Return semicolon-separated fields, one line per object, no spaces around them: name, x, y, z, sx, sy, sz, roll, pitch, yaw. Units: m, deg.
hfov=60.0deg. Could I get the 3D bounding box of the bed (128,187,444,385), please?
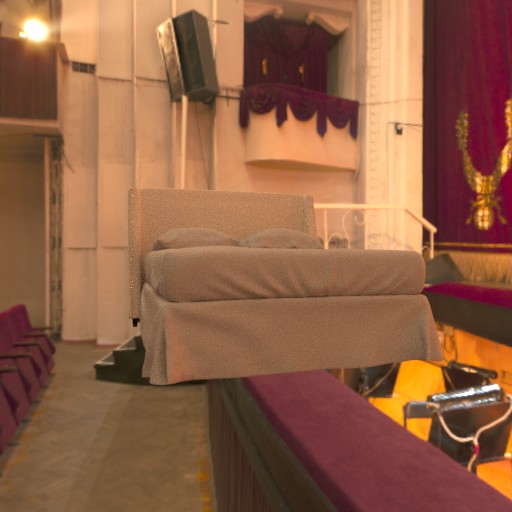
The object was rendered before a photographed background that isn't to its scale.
bed;0.000;0.000;3.528;1.925;1.332;2.276;0;0;-17
